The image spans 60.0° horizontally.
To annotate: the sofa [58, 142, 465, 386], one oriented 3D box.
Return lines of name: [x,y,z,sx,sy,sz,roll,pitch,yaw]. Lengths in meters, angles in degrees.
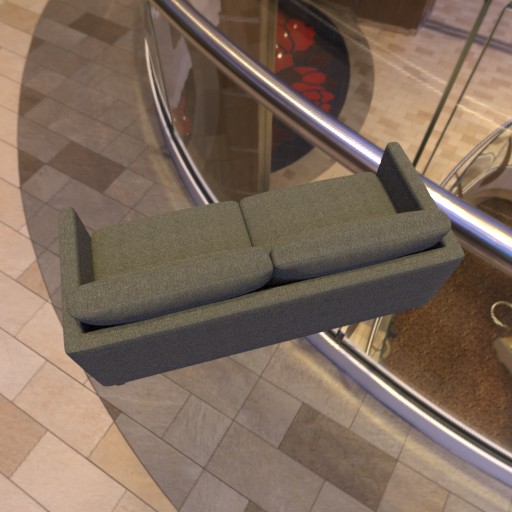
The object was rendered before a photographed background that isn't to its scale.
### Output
sofa: [0.000,0.000,2.774,2.208,0.965,0.948,-13,60,-8]
